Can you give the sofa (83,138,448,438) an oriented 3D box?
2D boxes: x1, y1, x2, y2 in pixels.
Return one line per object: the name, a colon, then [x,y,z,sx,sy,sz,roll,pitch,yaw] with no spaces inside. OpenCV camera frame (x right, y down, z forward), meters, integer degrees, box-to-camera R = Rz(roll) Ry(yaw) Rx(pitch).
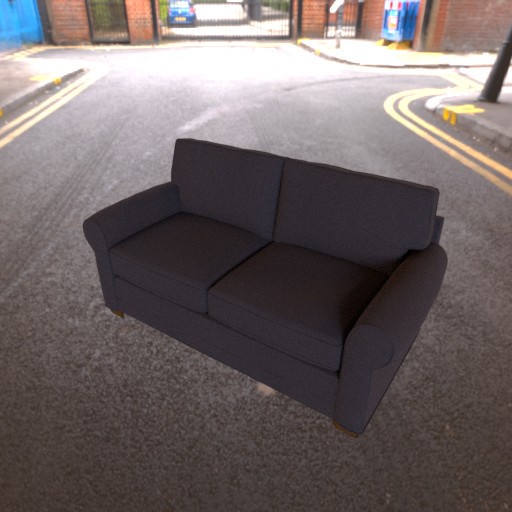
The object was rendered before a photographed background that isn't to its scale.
sofa: [0.000,0.000,2.596,2.009,1.031,0.951,19,35,29]
